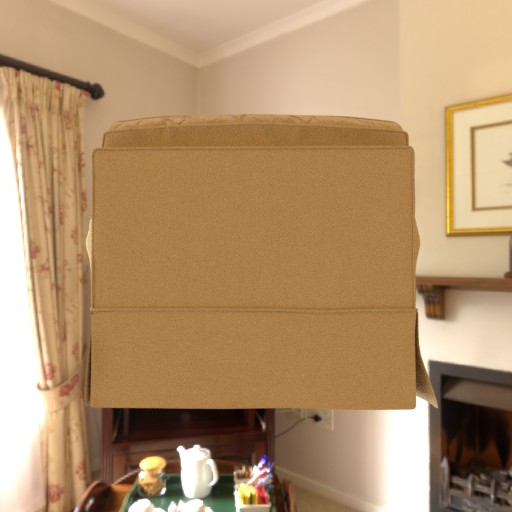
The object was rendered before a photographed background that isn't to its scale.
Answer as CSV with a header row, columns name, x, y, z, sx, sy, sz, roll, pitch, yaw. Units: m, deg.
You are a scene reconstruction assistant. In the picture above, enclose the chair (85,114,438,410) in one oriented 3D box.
name,x,y,z,sx,sy,sz,roll,pitch,yaw
chair,0.000,0.000,1.767,1.096,0.937,0.903,0,-1,1
